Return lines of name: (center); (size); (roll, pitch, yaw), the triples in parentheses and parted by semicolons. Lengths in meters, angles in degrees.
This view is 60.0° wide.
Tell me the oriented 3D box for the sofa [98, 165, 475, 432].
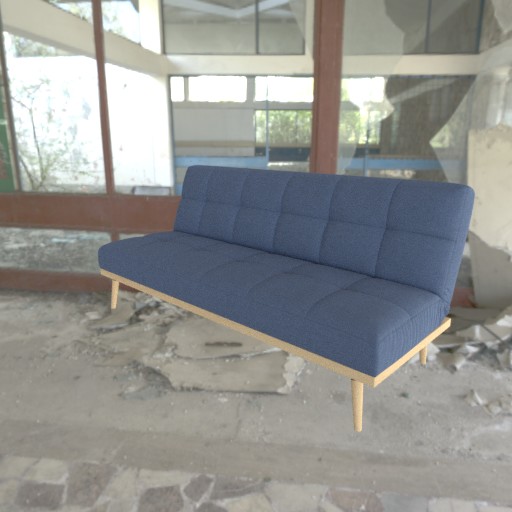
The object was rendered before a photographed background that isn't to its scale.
sofa: (0.000, 0.000, 2.234); (1.800, 0.800, 0.796); (14, 21, 41)
